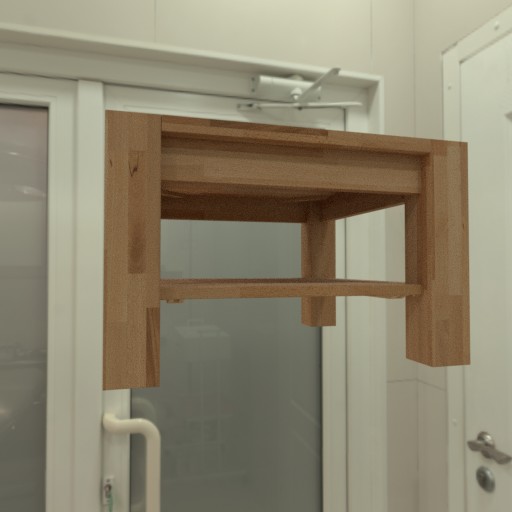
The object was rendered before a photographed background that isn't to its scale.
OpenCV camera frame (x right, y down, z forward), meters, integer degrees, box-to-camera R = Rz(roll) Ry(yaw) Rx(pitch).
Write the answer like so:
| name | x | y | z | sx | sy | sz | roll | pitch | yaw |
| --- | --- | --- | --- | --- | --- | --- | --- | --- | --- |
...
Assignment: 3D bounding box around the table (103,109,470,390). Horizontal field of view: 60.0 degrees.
| name | x | y | z | sx | sy | sz | roll | pitch | yaw |
| --- | --- | --- | --- | --- | --- | --- | --- | --- | --- |
| table | 0.000 | 0.000 | 1.139 | 0.700 | 0.451 | 0.700 | 0 | -2 | -16 |
